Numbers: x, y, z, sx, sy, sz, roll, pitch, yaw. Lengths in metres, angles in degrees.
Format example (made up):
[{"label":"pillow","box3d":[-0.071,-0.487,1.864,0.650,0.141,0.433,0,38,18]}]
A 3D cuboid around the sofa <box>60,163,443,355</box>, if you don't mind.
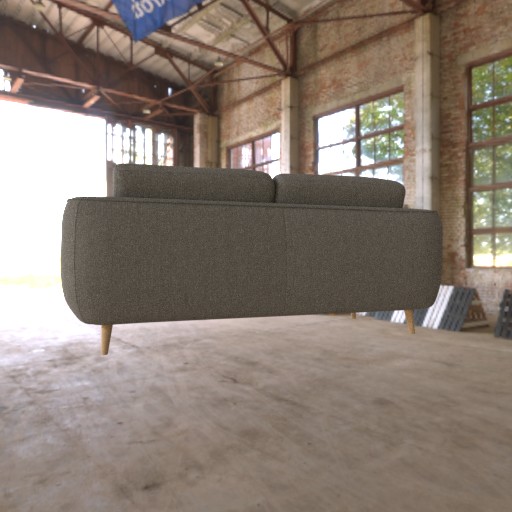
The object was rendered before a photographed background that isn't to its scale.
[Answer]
[{"label":"sofa","box3d":[0.000,0.000,2.515,2.000,0.870,0.920,0,0,-19]}]
